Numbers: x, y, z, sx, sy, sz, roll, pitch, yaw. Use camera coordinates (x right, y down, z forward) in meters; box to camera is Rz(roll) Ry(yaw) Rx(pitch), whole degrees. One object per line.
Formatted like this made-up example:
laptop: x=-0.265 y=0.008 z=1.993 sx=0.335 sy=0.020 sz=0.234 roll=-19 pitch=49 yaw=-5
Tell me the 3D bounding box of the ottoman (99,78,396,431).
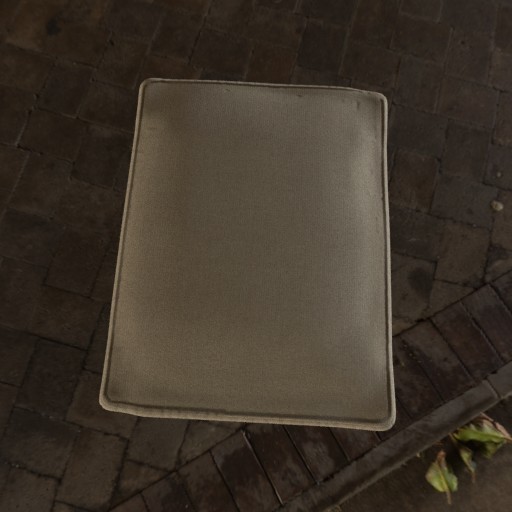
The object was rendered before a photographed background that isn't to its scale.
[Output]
ottoman: x=0.000 y=0.000 z=1.219 sx=0.650 sy=0.485 sz=0.833 roll=3 pitch=76 yaw=1
